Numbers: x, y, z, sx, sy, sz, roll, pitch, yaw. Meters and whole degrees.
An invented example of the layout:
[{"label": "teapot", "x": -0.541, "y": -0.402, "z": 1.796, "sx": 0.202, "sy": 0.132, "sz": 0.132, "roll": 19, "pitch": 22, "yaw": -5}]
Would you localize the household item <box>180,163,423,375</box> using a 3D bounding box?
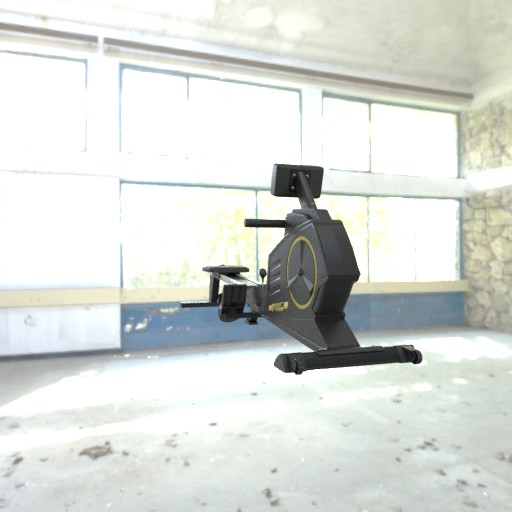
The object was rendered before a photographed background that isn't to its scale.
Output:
[{"label": "household item", "x": 0.000, "y": 0.000, "z": 2.530, "sx": 0.521, "sy": 0.810, "sz": 2.251, "roll": 0, "pitch": 0, "yaw": -18}]
